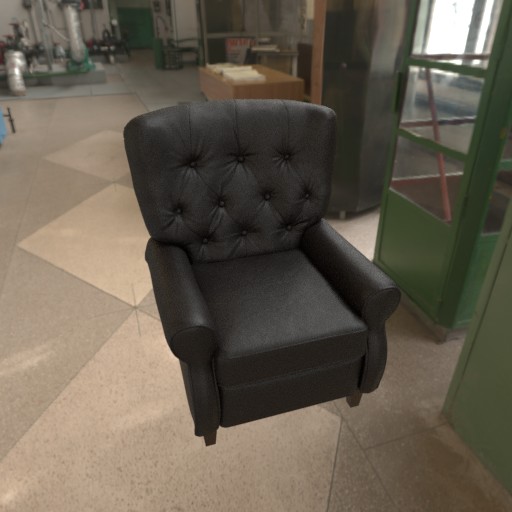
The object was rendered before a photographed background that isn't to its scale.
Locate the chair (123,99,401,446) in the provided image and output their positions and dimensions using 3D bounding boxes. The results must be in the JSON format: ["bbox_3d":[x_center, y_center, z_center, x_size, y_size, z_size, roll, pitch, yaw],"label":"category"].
[{"bbox_3d":[0.000,0.000,1.923,0.948,1.158,1.058,-9,31,-15],"label":"chair"}]
